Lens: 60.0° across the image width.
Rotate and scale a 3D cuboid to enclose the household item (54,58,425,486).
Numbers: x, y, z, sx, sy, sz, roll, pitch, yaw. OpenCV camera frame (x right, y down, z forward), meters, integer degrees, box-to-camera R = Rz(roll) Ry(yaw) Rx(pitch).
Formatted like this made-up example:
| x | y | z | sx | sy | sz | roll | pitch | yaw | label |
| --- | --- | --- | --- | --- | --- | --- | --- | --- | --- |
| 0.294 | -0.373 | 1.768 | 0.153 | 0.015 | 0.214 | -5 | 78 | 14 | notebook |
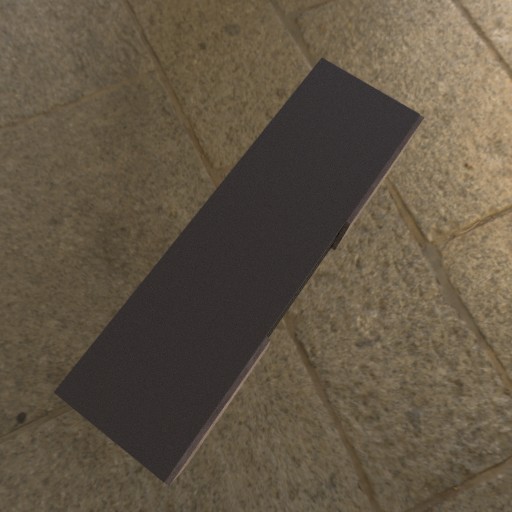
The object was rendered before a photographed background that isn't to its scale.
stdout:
| x | y | z | sx | sy | sz | roll | pitch | yaw | label |
| --- | --- | --- | --- | --- | --- | --- | --- | --- | --- |
| 0.000 | 0.000 | 1.535 | 0.420 | 0.310 | 1.400 | 34 | 77 | 9 | household item |
